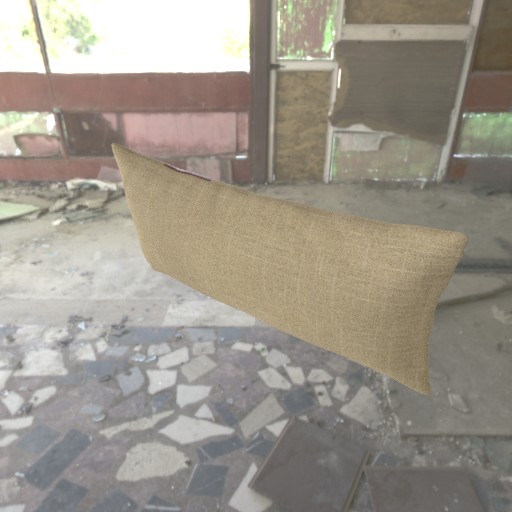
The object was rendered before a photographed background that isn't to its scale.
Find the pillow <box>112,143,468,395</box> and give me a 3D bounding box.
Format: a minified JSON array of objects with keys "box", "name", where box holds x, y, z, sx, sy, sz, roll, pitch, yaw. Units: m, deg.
[{"box":[0.000,0.000,0.726,0.612,0.282,0.155,20,35,32],"name":"pillow"}]
